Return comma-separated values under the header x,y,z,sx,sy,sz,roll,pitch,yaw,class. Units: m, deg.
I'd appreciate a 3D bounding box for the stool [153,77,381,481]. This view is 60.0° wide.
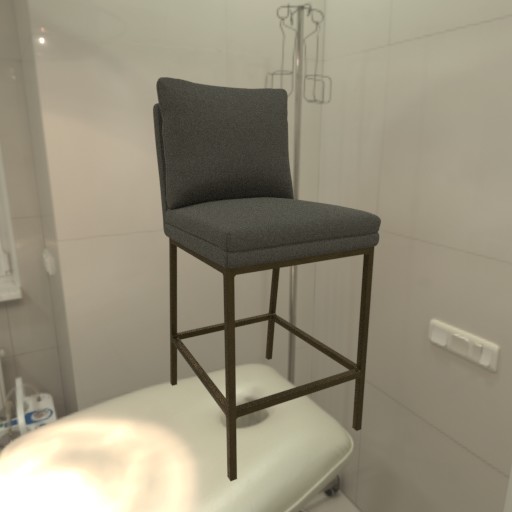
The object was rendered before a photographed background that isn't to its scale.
x,y,z,sx,sy,sz,roll,pitch,yaw,class
0.000,0.000,1.347,0.463,1.030,0.569,-8,17,-28,stool
